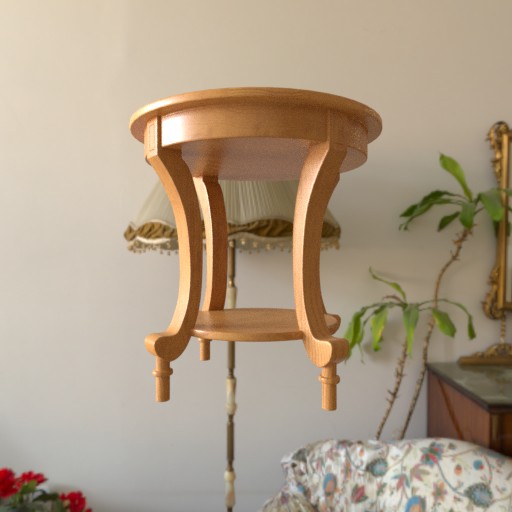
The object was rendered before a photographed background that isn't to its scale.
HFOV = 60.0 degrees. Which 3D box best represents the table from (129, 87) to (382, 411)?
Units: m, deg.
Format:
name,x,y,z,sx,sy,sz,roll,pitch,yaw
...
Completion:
name,x,y,z,sx,sy,sz,roll,pitch,yaw
table,0.000,0.000,1.092,0.597,0.612,0.597,0,1,0
